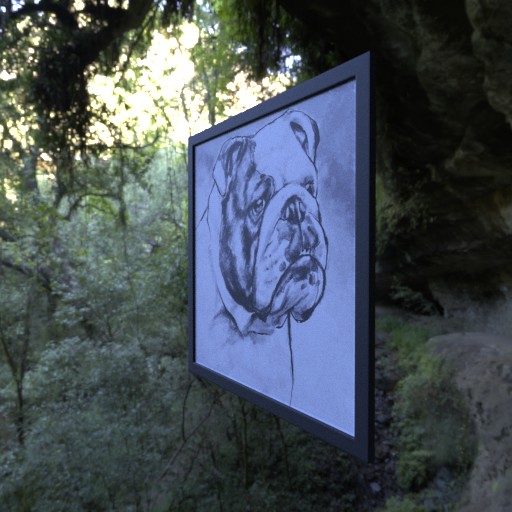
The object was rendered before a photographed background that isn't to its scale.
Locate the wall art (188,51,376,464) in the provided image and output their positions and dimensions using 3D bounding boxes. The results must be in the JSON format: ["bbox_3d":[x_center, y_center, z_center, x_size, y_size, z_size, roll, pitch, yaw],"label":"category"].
[{"bbox_3d":[0.000,0.000,0.833,0.012,0.558,0.562,-1,1,-34],"label":"wall art"}]
